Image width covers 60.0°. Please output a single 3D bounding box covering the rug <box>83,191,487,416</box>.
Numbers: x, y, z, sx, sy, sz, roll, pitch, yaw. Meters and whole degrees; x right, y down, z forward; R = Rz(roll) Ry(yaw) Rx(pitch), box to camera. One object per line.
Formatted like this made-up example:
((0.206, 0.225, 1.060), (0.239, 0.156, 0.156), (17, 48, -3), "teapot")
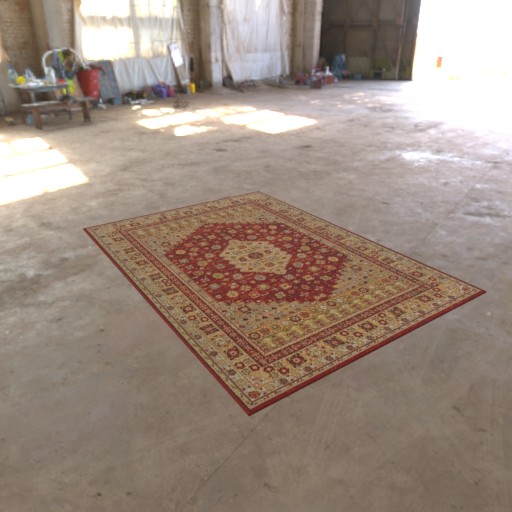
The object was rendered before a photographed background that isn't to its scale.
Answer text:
((0.000, 0.000, 2.876), (1.593, 0.013, 2.211), (-17, 31, -31), "rug")
